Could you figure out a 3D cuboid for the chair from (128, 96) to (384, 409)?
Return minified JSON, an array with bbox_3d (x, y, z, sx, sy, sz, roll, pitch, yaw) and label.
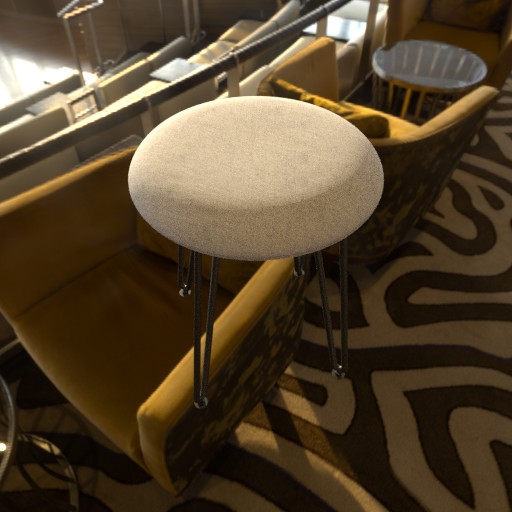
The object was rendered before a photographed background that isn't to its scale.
[{"bbox_3d":[0.000,0.000,0.661,0.350,0.386,0.350,25,51,22],"label":"chair"}]
